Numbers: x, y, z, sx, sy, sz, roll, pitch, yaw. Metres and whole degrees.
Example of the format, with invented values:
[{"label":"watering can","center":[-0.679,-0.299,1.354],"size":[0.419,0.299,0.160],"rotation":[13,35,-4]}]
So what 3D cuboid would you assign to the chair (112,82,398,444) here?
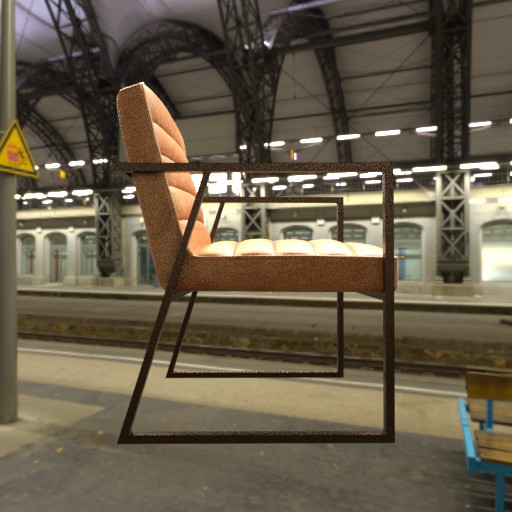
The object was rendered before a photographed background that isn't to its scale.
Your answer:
[{"label":"chair","center":[0.000,0.000,1.265],"size":[0.677,0.832,0.571],"rotation":[0,-1,0]}]
